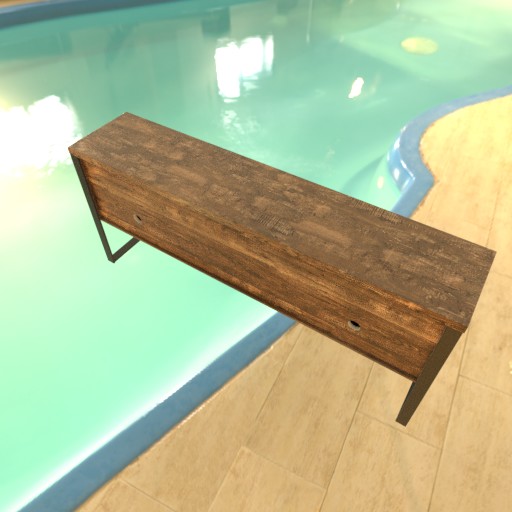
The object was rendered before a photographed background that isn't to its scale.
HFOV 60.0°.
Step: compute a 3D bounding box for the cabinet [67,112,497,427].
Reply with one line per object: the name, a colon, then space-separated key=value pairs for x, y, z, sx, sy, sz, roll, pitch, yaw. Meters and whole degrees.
cabinet: x=0.000 y=0.000 z=2.081 sx=1.800 sy=0.762 sz=0.395 roll=25 pitch=52 yaw=22
